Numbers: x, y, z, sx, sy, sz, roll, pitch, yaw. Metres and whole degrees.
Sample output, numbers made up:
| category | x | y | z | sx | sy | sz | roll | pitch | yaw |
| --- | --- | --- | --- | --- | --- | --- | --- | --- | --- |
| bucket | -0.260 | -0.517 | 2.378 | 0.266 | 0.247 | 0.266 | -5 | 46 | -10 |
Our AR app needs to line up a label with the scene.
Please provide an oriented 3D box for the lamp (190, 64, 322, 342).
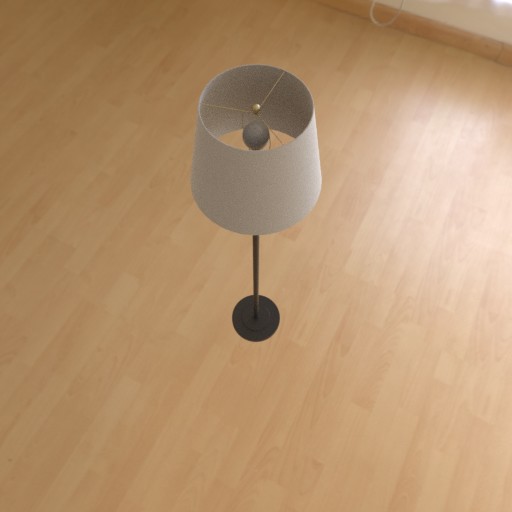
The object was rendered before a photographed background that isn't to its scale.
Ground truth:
| category | x | y | z | sx | sy | sz | roll | pitch | yaw |
| --- | --- | --- | --- | --- | --- | --- | --- | --- | --- |
| lamp | 0.000 | 0.000 | 1.605 | 0.348 | 1.473 | 0.348 | 2 | 64 | 1 |
